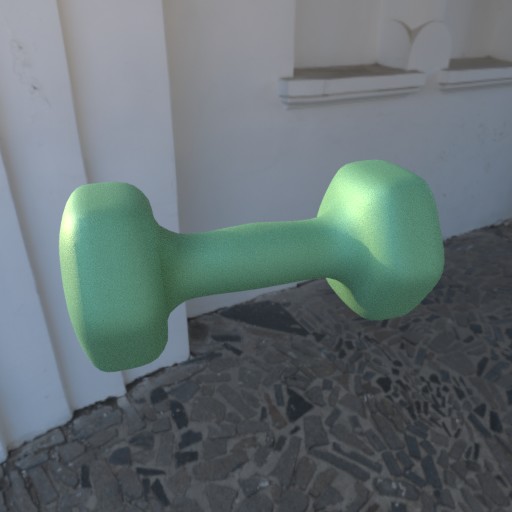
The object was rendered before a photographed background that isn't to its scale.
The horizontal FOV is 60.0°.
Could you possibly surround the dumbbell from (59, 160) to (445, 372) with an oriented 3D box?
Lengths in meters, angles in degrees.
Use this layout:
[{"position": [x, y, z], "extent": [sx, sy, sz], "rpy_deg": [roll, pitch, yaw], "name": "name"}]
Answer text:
[{"position": [0.000, 0.000, 0.325], "extent": [0.260, 0.117, 0.129], "rpy_deg": [-8, 27, -15], "name": "dumbbell"}]
